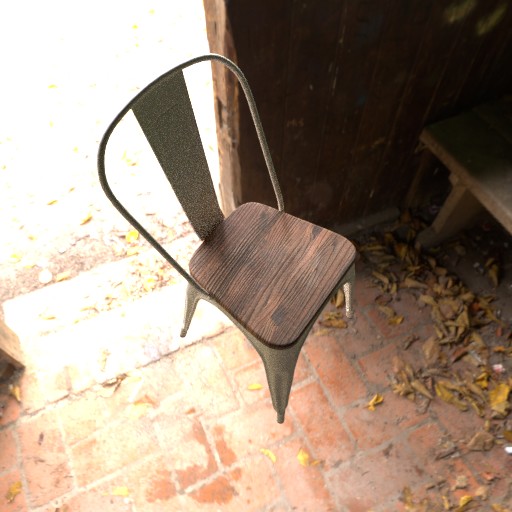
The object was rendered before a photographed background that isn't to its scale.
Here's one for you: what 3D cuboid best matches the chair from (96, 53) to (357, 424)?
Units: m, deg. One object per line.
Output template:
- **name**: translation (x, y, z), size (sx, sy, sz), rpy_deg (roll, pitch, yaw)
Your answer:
- **chair**: translation (0.000, 0.000, 1.166), size (0.521, 0.851, 0.452), rpy_deg (31, 62, 19)
